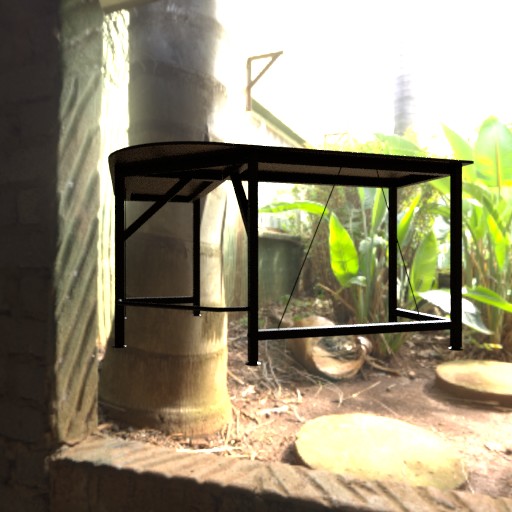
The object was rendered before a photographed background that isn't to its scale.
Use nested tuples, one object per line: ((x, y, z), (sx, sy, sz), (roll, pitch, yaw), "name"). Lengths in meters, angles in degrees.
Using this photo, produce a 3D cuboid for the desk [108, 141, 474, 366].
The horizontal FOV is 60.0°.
((0.000, 0.000, 2.242), (1.400, 0.762, 1.400), (0, 0, -17), "desk")
